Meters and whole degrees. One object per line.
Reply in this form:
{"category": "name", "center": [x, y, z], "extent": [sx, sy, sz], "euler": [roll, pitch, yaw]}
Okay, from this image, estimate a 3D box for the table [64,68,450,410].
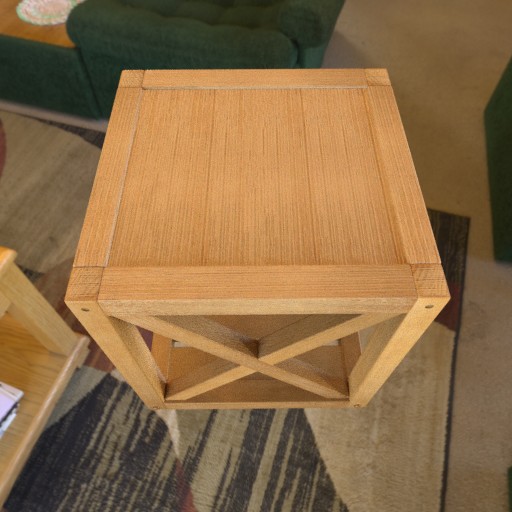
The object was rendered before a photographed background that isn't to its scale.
{"category": "table", "center": [0.000, 0.000, 1.040], "extent": [0.559, 0.610, 0.558], "euler": [0, 57, 0]}
